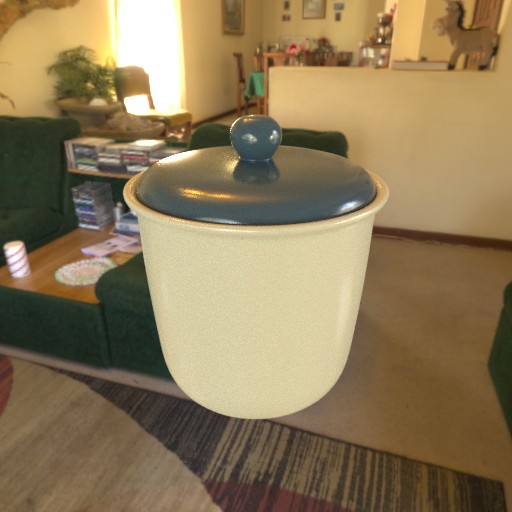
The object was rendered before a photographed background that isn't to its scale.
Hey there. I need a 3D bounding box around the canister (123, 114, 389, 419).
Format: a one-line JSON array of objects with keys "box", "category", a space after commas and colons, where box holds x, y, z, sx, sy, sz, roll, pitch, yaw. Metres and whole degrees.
[{"box": [0.000, 0.000, 0.339, 0.182, 0.208, 0.182, 0, 25, 0], "category": "canister"}]
